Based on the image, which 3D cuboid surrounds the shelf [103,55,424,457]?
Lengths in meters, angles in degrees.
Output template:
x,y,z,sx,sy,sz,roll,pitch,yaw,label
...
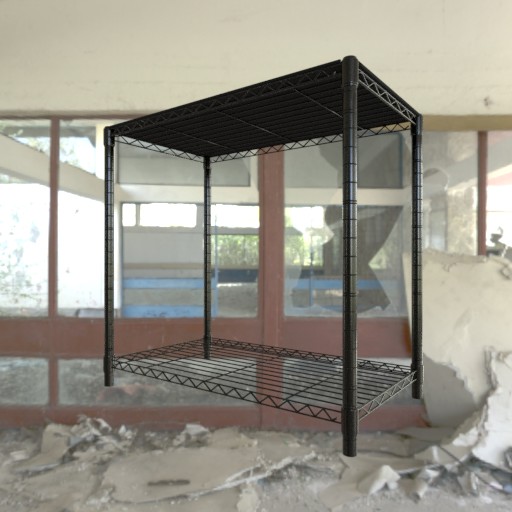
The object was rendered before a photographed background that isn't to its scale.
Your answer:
x,y,z,sx,sy,sz,roll,pitch,yaw,label
0.000,0.000,0.924,0.589,0.564,0.338,0,0,37,shelf
